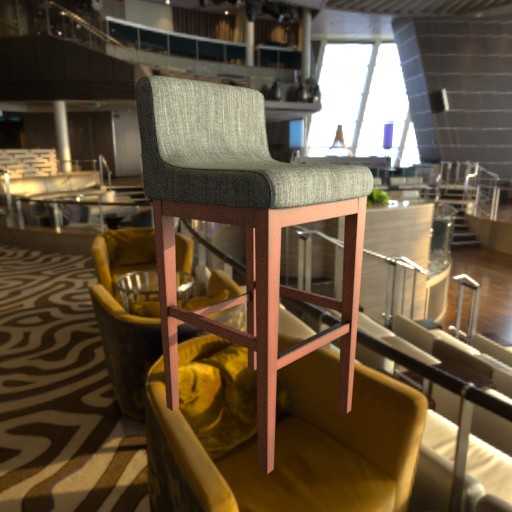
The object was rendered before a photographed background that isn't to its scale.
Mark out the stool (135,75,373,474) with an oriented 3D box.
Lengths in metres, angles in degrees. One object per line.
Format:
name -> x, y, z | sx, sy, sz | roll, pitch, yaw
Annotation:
stool -> 0.000, 0.000, 1.257 | 0.499, 0.965, 0.426 | 13, 18, 42
